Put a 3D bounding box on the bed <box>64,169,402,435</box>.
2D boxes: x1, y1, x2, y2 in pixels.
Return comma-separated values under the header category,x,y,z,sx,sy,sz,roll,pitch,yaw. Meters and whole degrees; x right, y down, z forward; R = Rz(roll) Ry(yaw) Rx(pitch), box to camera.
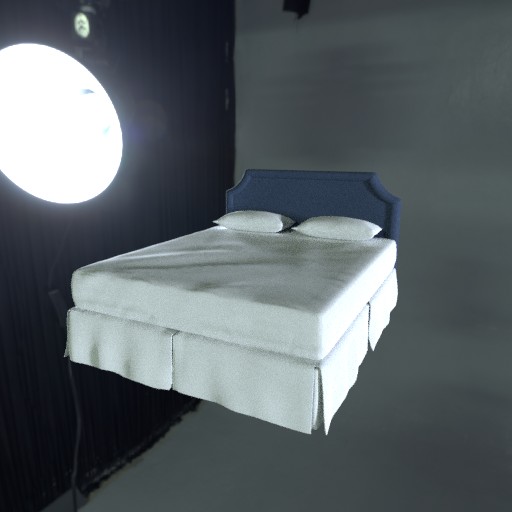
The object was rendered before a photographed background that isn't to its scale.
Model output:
category,x,y,z,sx,sy,sz,roll,pitch,yaw
bed,0.000,0.000,4.266,2.350,1.488,2.773,7,16,26
